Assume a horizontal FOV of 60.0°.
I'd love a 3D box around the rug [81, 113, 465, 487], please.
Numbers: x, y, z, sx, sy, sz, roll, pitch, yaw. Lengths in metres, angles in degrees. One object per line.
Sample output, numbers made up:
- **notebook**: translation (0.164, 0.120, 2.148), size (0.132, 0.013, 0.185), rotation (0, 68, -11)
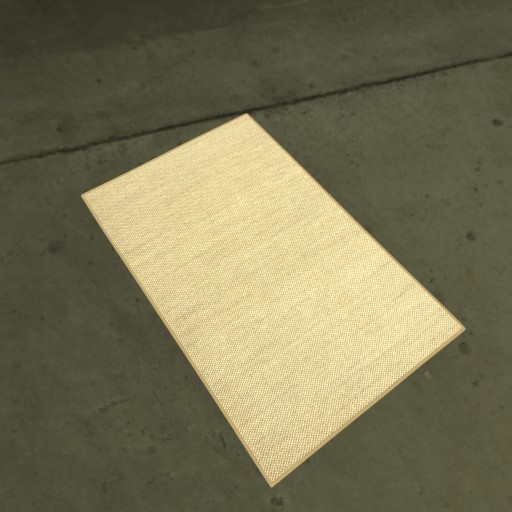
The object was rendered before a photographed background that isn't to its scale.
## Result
- **rug**: translation (0.000, 0.000, 2.119), size (1.062, 0.013, 1.667), rotation (-32, 64, -17)
